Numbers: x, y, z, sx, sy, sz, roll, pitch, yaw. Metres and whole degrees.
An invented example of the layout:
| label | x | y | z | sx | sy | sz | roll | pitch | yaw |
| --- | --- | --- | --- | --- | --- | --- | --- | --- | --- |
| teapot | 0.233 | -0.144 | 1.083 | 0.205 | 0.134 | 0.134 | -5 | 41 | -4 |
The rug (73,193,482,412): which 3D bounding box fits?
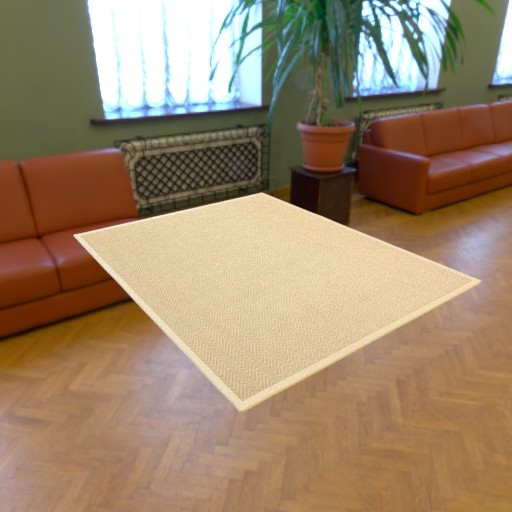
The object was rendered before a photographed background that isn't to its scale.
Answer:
| label | x | y | z | sx | sy | sz | roll | pitch | yaw |
| --- | --- | --- | --- | --- | --- | --- | --- | --- | --- |
| rug | 0.000 | 0.000 | 4.079 | 2.423 | 0.019 | 3.009 | -18 | 31 | -32 |
